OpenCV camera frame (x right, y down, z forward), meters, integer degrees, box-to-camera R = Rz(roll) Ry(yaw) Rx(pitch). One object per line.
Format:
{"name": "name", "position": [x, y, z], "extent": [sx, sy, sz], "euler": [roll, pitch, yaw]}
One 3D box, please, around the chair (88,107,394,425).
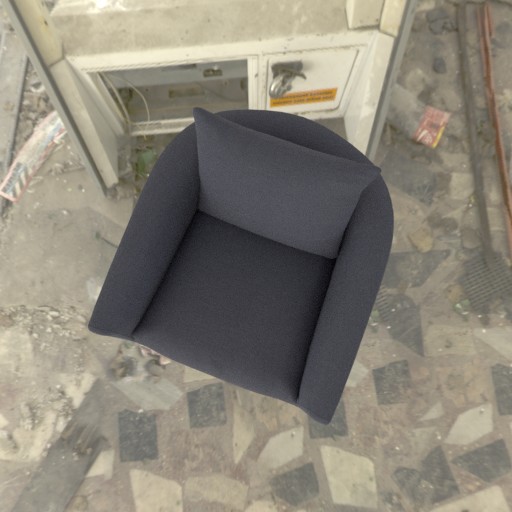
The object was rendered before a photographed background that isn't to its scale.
{"name": "chair", "position": [0.000, 0.000, 1.625], "extent": [0.845, 0.848, 0.910], "euler": [20, 77, 5]}
